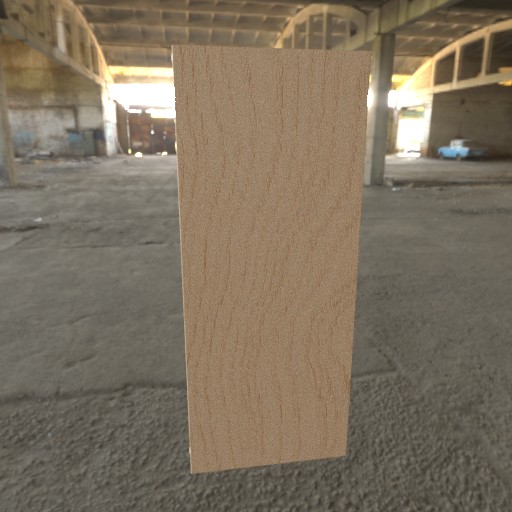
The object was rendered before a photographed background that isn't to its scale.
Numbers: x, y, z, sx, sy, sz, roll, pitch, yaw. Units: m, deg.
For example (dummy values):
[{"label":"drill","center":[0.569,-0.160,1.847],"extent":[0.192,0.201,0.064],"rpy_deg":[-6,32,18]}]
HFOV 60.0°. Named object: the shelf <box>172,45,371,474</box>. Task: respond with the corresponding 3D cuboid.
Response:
[{"label":"shelf","center":[0.000,0.000,0.754],"extent":[0.250,0.600,0.290],"rpy_deg":[-2,15,-9]}]
